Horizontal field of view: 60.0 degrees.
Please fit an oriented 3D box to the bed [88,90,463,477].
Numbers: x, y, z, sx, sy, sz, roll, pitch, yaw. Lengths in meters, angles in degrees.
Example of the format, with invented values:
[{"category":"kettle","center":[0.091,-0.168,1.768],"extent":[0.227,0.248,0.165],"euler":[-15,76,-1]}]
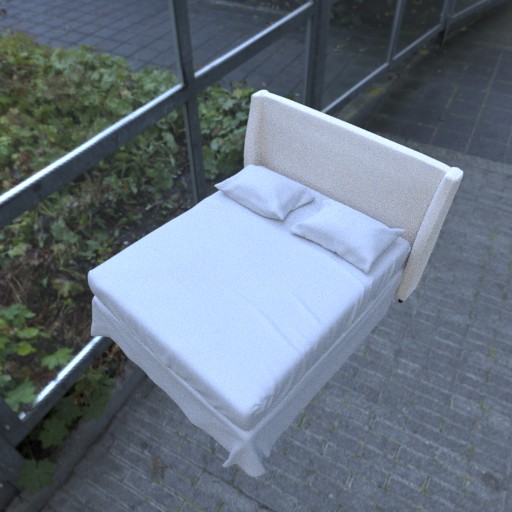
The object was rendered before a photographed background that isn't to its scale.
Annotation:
[{"category":"bed","center":[0.000,0.000,3.419],"extent":[1.925,1.332,2.276],"euler":[33,54,28]}]
